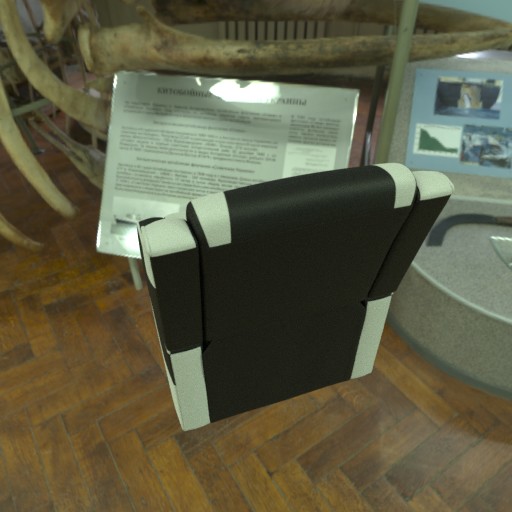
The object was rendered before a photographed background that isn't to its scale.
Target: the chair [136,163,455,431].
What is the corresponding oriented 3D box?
[{"bbox_3d":[0.000,0.000,1.266,0.620,0.805,0.672,-13,41,-15],"label":"chair"}]
